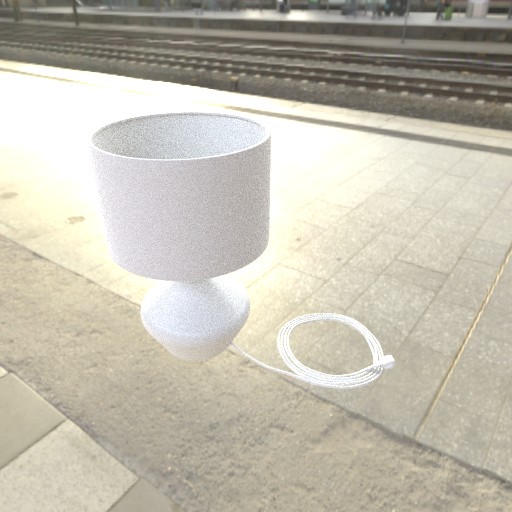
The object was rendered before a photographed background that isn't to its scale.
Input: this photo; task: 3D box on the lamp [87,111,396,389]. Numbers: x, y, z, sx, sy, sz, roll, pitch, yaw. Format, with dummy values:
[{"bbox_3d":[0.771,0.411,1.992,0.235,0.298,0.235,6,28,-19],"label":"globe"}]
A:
[{"bbox_3d":[0.000,0.000,0.844,0.546,0.457,0.401,19,35,29],"label":"lamp"}]
